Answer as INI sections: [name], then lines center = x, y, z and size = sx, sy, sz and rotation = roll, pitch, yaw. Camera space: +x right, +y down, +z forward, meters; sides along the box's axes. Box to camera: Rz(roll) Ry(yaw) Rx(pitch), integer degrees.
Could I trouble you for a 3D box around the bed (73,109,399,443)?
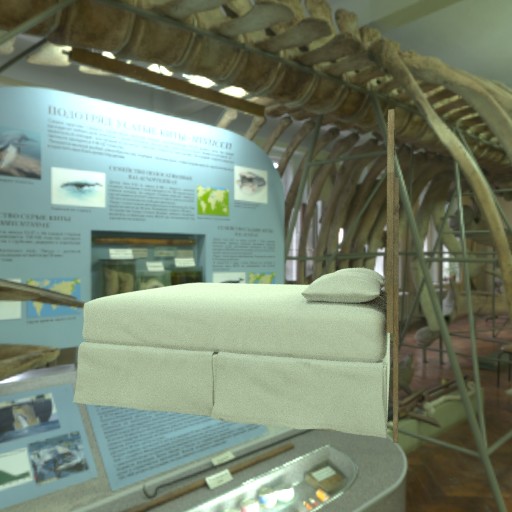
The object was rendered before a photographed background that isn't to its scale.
[bed]
center = 0.000, 0.000, 3.456
size = 2.112, 2.002, 1.713
rotation = 0, 1, 17
